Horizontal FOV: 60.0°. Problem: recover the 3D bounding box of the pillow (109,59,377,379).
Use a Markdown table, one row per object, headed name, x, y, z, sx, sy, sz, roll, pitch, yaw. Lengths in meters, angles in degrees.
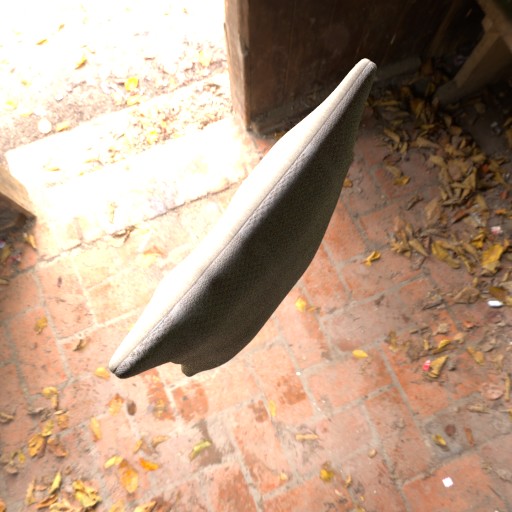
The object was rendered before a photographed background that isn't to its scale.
| name | x | y | z | sx | sy | sz | roll | pitch | yaw |
| --- | --- | --- | --- | --- | --- | --- | --- | --- | --- |
| pillow | 0.000 | 0.000 | 0.663 | 0.138 | 0.432 | 0.436 | 37 | 78 | 9 |
